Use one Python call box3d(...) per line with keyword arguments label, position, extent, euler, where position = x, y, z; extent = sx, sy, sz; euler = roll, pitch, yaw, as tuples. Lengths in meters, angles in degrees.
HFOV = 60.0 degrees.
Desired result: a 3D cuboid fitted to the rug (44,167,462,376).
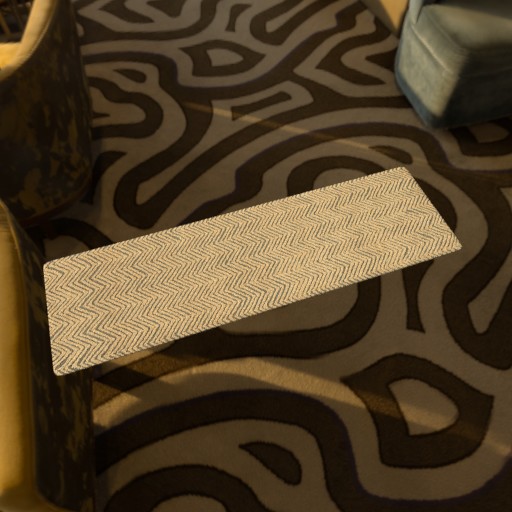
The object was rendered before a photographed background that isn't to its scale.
box3d(label="rug", position=(0.000, 0.000, 2.512), extent=(2.286, 0.008, 0.686), euler=(-16, 59, -10))
